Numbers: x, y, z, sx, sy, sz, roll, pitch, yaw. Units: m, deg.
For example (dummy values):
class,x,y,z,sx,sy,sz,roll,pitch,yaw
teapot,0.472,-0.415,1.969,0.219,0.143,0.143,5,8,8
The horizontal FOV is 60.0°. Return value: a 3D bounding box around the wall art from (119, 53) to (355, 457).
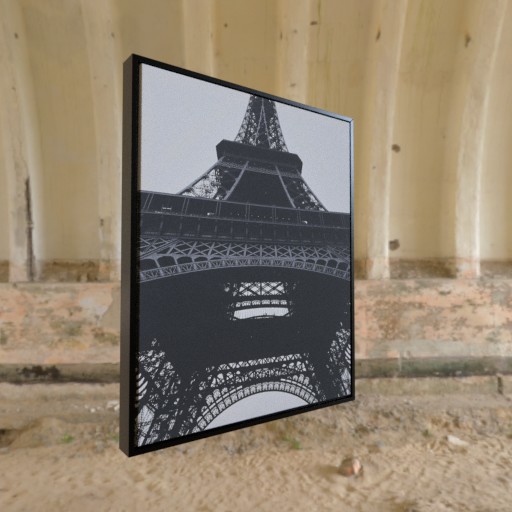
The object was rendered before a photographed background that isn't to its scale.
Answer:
class,x,y,z,sx,sy,sz,roll,pitch,yaw
wall art,0.000,0.000,0.753,0.451,0.553,0.039,1,-2,-36
